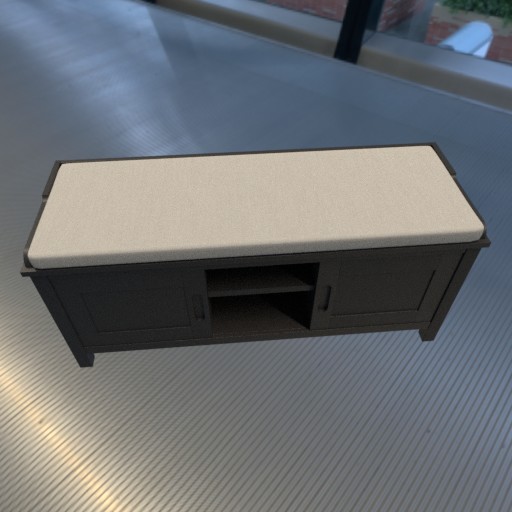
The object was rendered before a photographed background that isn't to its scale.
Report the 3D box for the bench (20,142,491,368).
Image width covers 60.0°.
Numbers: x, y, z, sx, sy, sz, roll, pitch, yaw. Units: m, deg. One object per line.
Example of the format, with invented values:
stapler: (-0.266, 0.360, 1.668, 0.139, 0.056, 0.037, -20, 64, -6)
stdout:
bench: (0.000, 0.000, 1.351, 1.140, 0.501, 0.398, -4, 46, -3)
